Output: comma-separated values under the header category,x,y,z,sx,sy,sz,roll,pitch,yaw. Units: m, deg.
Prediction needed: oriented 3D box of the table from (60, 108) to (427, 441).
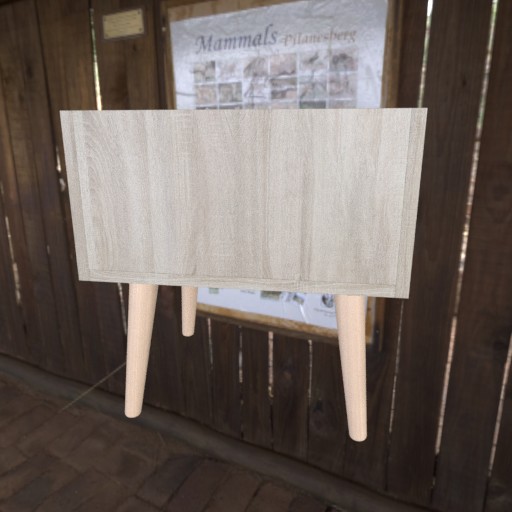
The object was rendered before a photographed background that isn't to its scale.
category,x,y,z,sx,sy,sz,roll,pitch,yaw
table,0.000,0.000,0.773,0.450,0.470,0.370,2,16,9
